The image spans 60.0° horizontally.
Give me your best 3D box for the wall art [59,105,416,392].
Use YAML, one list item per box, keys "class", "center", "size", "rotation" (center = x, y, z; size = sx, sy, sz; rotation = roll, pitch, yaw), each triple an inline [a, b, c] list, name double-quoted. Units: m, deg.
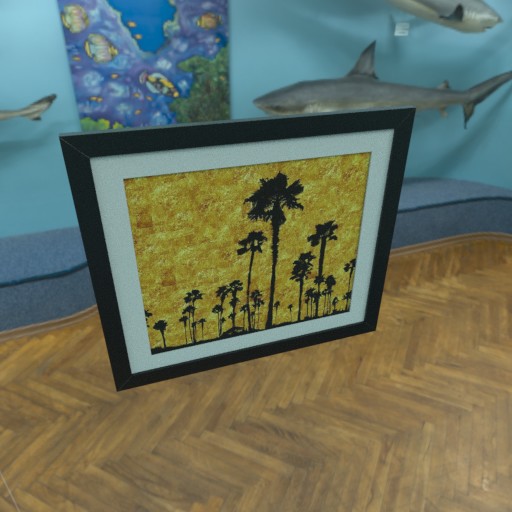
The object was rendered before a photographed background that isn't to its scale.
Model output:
- class: "wall art"
  center: [0.000, 0.000, 0.544]
  size: [0.383, 0.332, 0.012]
  rotation: [-10, 32, -16]
